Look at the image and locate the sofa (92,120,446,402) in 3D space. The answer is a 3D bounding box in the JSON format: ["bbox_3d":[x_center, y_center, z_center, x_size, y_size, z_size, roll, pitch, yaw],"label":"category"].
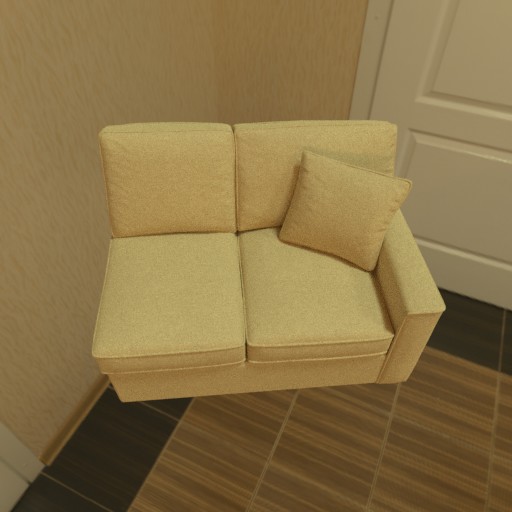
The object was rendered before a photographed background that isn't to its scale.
[{"bbox_3d":[0.000,0.000,2.077,1.388,0.989,0.991,-3,47,-3],"label":"sofa"}]
